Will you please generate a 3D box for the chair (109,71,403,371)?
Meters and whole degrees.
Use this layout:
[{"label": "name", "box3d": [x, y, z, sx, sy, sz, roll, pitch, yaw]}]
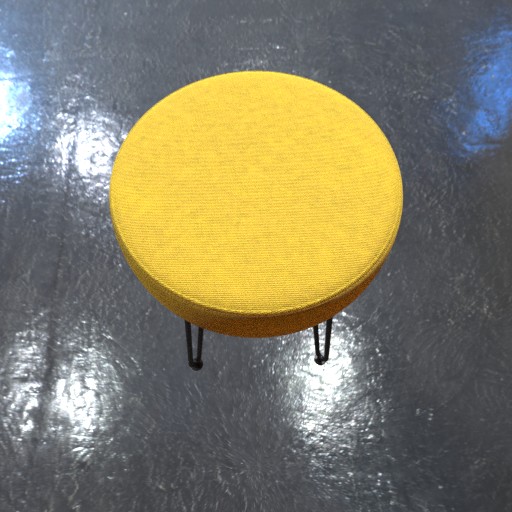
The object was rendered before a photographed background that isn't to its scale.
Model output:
[{"label": "chair", "box3d": [0.000, 0.000, 0.704, 0.345, 0.455, 0.345, -2, 65, -1]}]
